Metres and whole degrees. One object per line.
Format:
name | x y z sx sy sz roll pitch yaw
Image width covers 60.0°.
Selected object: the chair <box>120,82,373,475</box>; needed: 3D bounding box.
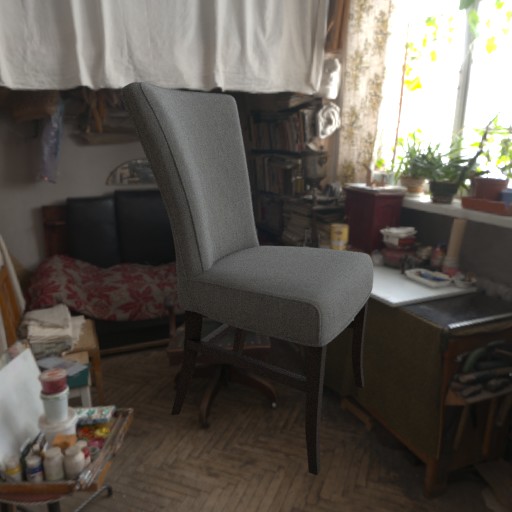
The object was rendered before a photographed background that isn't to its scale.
chair | 0.000 0.000 1.371 0.660 0.991 0.520 8 17 26
